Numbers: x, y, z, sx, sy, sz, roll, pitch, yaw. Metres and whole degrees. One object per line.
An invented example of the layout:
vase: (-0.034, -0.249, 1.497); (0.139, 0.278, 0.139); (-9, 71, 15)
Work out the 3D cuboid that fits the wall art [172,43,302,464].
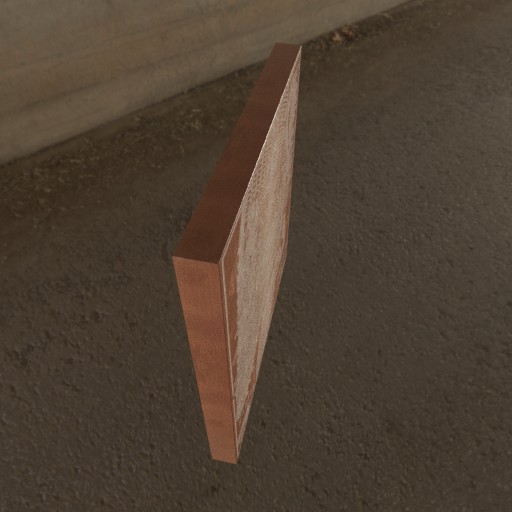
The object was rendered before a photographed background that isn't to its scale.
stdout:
wall art: (0.000, 0.000, 0.597); (0.035, 0.403, 0.403); (9, 47, 9)
